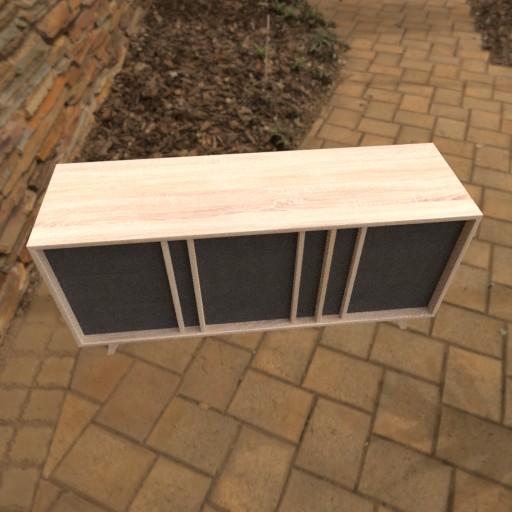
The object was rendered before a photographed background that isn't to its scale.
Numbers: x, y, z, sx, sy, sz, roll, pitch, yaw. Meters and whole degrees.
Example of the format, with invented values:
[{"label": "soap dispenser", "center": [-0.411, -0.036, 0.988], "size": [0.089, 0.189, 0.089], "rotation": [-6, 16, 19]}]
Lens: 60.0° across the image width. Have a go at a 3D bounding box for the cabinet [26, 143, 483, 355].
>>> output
[{"label": "cabinet", "center": [0.000, 0.000, 2.044], "size": [1.650, 0.780, 0.500], "rotation": [-4, 46, -4]}]
